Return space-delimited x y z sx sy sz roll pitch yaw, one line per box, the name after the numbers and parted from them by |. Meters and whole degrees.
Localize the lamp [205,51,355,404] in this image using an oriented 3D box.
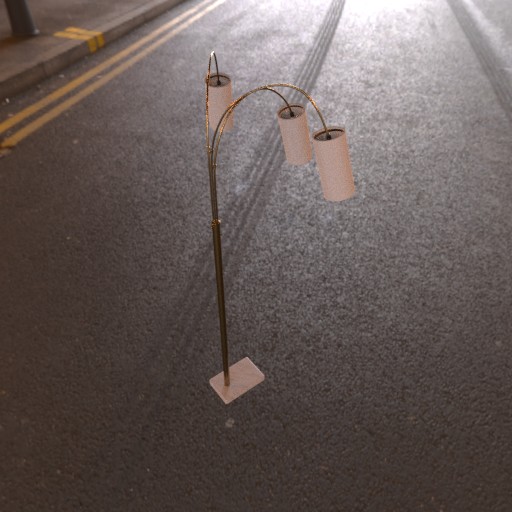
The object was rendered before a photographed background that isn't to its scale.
0.000 0.000 2.479 0.667 2.055 1.020 -26 46 -28 | lamp
